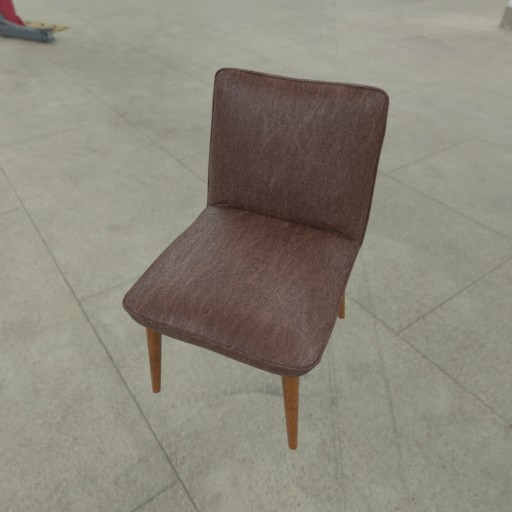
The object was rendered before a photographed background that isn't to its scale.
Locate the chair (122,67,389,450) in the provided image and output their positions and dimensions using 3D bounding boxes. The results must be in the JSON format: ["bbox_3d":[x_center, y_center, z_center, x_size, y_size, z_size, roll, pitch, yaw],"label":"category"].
[{"bbox_3d":[0.000,0.000,1.215,0.543,0.803,0.645,12,40,15],"label":"chair"}]
